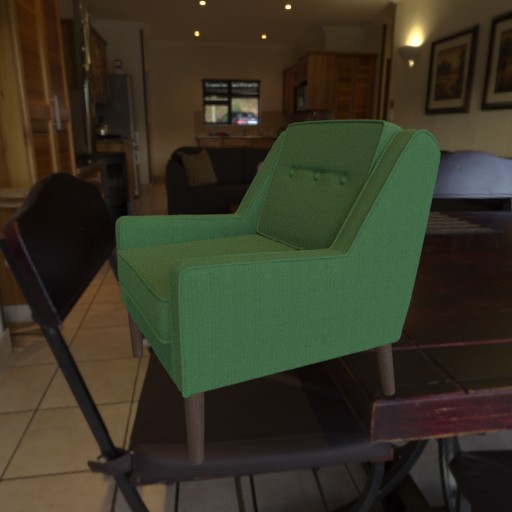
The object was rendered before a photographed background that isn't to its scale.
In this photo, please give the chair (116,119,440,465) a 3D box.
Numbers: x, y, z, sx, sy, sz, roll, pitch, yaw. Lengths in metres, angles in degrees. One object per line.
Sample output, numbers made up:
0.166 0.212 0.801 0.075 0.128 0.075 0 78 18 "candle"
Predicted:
0.000 0.000 1.340 0.743 0.792 0.663 -8 17 -27 "chair"
